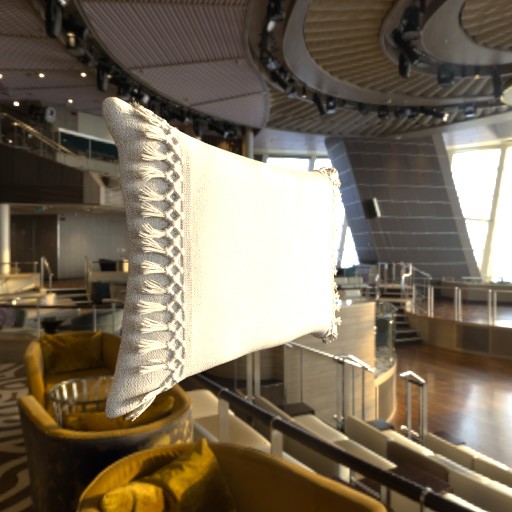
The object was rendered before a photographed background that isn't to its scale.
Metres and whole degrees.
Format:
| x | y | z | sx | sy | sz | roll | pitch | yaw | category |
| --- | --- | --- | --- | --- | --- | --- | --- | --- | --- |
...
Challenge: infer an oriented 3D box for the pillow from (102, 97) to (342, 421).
| x | y | z | sx | sy | sz | roll | pitch | yaw | category |
| --- | --- | --- | --- | --- | --- | --- | --- | --- | --- |
| 0.000 | 0.000 | 0.593 | 0.084 | 0.305 | 0.466 | 0 | 1 | 37 | pillow |
